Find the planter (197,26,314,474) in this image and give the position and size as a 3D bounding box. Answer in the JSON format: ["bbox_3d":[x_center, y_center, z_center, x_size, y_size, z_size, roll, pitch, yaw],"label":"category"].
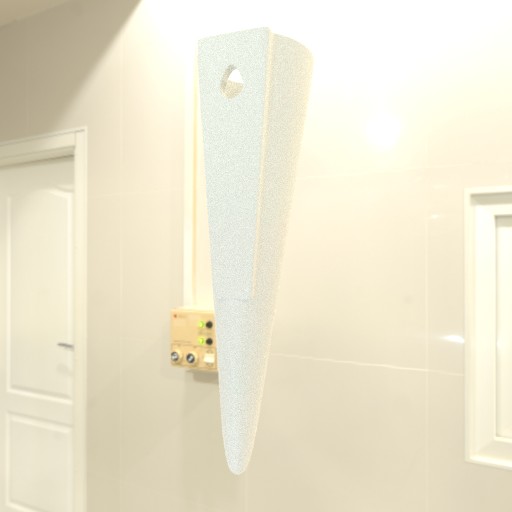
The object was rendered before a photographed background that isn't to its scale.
[{"bbox_3d":[0.000,0.000,0.220,0.057,0.193,0.064,0,0,19],"label":"planter"}]
